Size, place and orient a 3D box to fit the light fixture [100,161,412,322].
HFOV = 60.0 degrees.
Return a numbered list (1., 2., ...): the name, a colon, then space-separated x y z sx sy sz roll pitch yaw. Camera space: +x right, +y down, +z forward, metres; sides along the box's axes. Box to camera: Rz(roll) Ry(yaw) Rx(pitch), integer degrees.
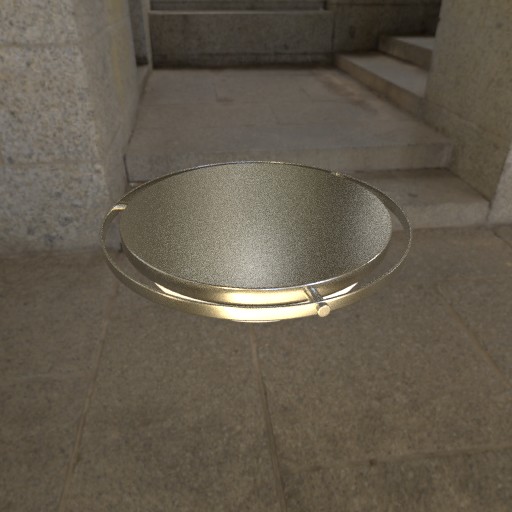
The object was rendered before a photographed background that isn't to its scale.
1. light fixture: 0.000 0.000 0.565 0.361 0.130 0.361 0 32 0
